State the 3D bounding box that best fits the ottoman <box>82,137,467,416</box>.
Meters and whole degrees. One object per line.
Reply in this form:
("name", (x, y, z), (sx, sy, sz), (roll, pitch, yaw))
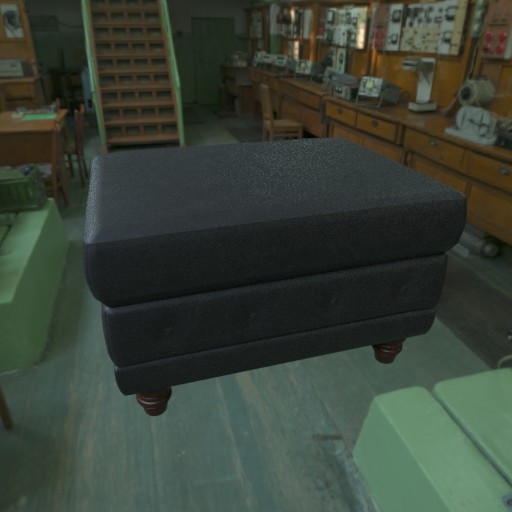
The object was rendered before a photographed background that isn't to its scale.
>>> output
("ottoman", (0.000, 0.000, 1.179), (0.795, 0.498, 0.590), (-8, 28, -15))
